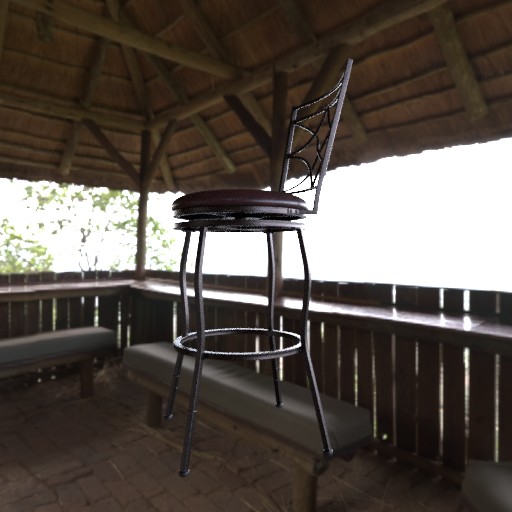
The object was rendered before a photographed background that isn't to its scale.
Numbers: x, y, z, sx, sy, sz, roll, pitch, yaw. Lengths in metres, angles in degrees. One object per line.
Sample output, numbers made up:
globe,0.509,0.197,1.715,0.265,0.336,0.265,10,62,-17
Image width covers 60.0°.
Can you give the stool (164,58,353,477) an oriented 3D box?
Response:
stool,0.000,0.000,1.399,0.534,1.117,0.434,0,0,-17
